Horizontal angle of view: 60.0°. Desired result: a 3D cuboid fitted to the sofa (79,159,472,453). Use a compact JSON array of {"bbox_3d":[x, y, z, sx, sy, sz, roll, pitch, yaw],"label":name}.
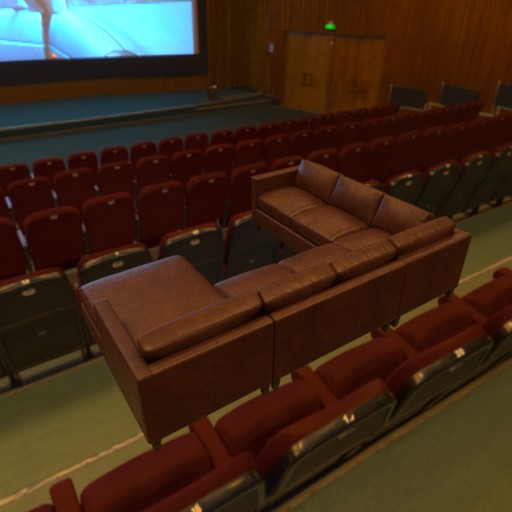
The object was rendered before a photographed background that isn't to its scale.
[{"bbox_3d":[0.000,0.000,4.441,3.324,0.891,2.452,-19,36,-28],"label":"sofa"}]
